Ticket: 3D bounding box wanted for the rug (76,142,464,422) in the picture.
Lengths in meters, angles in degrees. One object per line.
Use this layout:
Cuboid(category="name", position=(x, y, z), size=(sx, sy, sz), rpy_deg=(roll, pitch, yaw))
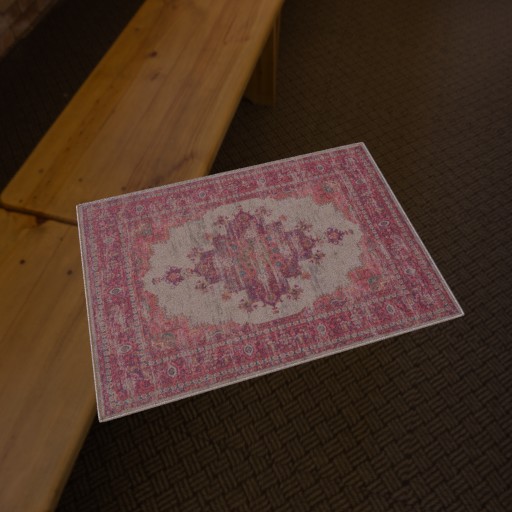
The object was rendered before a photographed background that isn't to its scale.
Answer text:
Cuboid(category="rug", position=(0.000, 0.000, 3.813), size=(2.878, 0.014, 2.005), rpy_deg=(-14, 59, -9))
